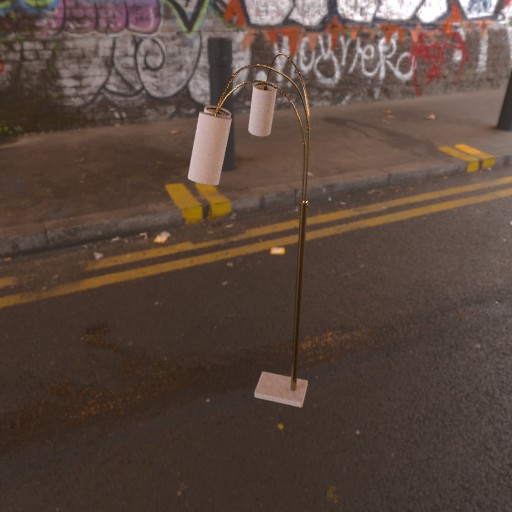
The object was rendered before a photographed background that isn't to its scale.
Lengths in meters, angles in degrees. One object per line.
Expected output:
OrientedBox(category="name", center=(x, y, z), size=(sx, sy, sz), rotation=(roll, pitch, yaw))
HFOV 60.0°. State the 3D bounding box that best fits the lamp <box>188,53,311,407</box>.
OrientedBox(category="lamp", center=(0.000, 0.000, 2.511), size=(0.667, 2.055, 1.020), rotation=(8, 30, 14))
